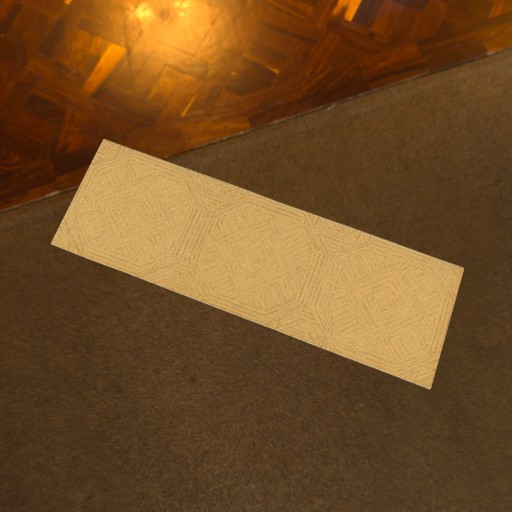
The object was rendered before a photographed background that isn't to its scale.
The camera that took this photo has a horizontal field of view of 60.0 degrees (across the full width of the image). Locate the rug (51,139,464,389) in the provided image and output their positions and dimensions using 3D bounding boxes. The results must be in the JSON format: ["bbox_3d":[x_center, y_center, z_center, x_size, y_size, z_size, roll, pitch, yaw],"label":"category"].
[{"bbox_3d":[0.000,0.000,2.751,2.452,0.012,0.775,20,78,5],"label":"rug"}]
